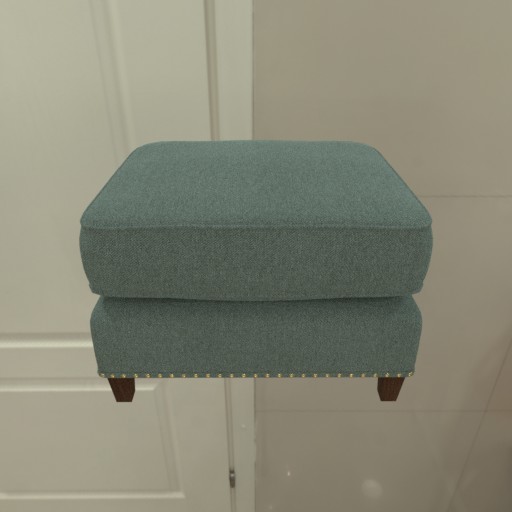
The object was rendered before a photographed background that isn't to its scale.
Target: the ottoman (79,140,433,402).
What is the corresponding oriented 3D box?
[{"bbox_3d":[0.000,0.000,1.180,0.738,0.537,0.589,0,30,0],"label":"ottoman"}]
